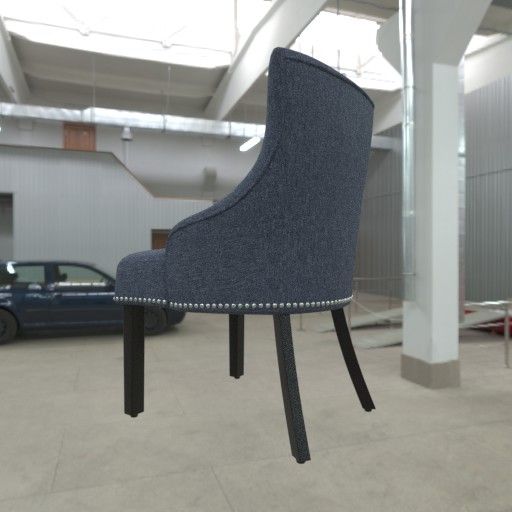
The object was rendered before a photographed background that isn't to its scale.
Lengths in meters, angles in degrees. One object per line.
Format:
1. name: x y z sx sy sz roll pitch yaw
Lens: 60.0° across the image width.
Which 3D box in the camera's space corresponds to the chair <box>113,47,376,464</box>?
1. chair: 0.000 0.000 1.291 0.629 0.909 0.566 0 1 36
